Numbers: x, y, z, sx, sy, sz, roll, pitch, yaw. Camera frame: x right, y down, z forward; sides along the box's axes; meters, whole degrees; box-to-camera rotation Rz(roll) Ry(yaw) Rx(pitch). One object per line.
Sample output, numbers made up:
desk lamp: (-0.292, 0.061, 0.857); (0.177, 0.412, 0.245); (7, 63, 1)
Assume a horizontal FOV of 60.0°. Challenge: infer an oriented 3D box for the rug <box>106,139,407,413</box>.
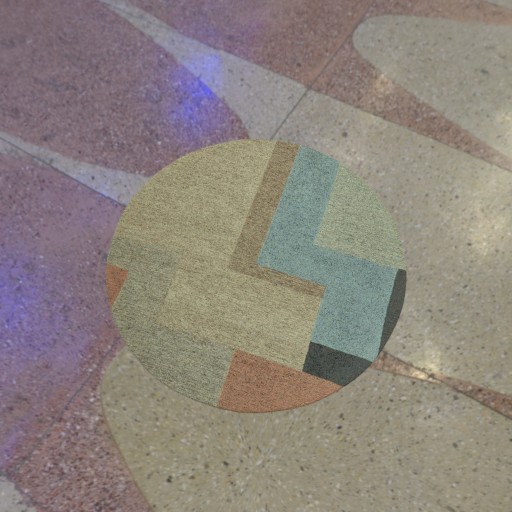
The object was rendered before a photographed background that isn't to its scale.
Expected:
rug: (0.000, 0.000, 3.664); (2.461, 0.033, 2.461); (0, 64, 0)
